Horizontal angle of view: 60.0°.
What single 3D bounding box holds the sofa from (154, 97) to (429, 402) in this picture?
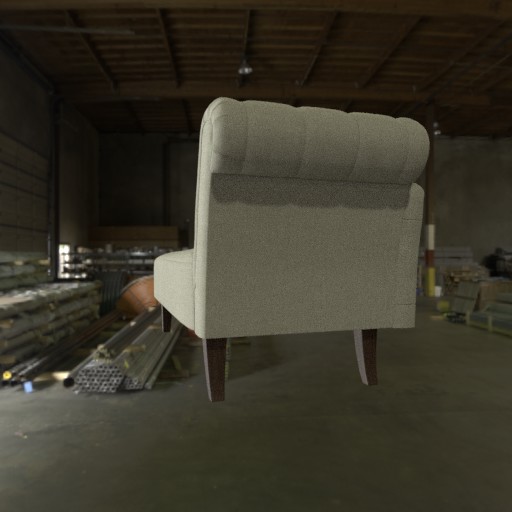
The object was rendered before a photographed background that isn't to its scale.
[{"bbox_3d":[0.000,0.000,1.755,0.675,0.787,1.379,0,0,-18],"label":"sofa"}]
